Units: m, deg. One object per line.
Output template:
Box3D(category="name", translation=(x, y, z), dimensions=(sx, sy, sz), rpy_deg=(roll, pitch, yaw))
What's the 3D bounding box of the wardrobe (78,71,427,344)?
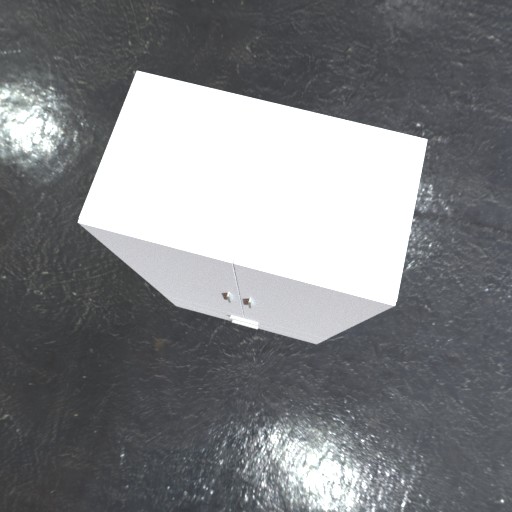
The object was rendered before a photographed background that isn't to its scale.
Box3D(category="wardrobe", translation=(0.000, 0.000, 2.264), dimensions=(0.991, 1.808, 0.577), rpy_deg=(15, 76, 4))
